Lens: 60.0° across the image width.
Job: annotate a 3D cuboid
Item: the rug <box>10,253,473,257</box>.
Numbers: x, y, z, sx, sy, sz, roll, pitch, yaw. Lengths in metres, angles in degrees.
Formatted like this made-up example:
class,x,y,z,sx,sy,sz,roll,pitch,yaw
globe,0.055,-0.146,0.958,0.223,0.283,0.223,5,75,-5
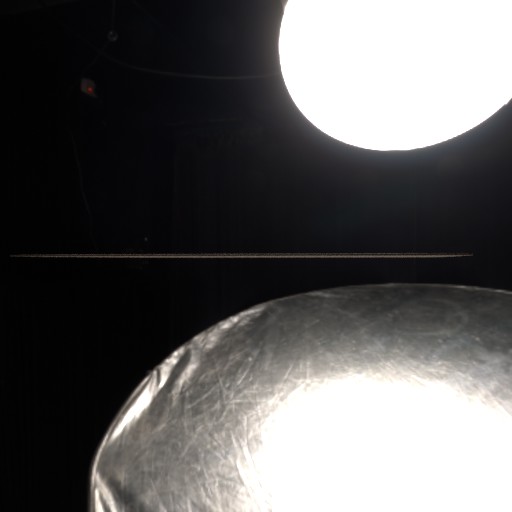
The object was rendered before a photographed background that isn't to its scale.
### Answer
class,x,y,z,sx,sy,sz,roll,pitch,yaw
rug,0.000,0.000,4.102,3.294,0.018,2.382,0,0,17
